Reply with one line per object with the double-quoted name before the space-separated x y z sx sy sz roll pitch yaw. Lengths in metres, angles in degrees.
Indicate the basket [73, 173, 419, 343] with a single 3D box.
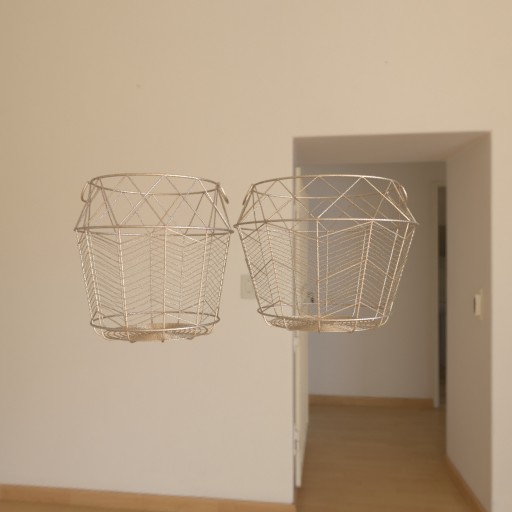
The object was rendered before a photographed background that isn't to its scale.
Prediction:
"basket" 0.000 0.000 1.056 0.805 0.343 0.451 0 0 -18
